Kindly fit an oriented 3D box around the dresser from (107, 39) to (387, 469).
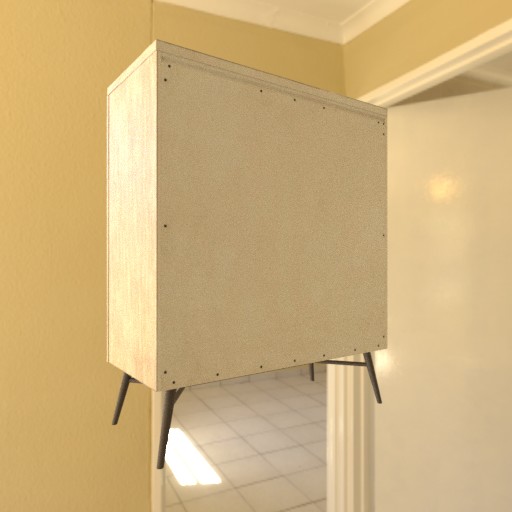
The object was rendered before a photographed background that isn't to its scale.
[{"bbox_3d":[0.000,0.000,1.723,1.016,1.219,0.457,0,0,-36],"label":"dresser"}]
